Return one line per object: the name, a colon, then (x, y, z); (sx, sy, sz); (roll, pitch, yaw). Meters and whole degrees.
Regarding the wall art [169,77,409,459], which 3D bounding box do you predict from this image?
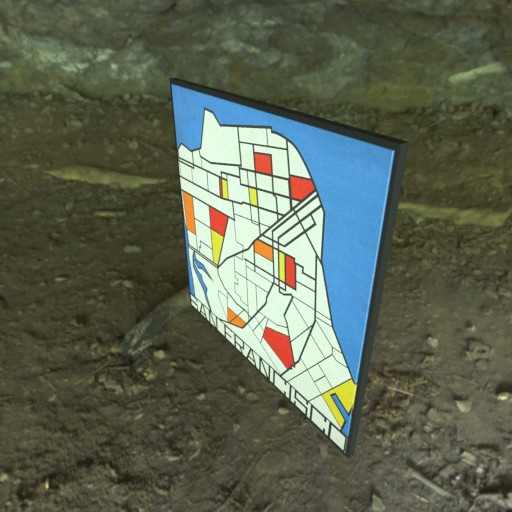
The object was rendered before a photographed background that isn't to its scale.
wall art: (0.000, 0.000, 0.681); (0.013, 0.457, 0.458); (-21, 36, -31)
